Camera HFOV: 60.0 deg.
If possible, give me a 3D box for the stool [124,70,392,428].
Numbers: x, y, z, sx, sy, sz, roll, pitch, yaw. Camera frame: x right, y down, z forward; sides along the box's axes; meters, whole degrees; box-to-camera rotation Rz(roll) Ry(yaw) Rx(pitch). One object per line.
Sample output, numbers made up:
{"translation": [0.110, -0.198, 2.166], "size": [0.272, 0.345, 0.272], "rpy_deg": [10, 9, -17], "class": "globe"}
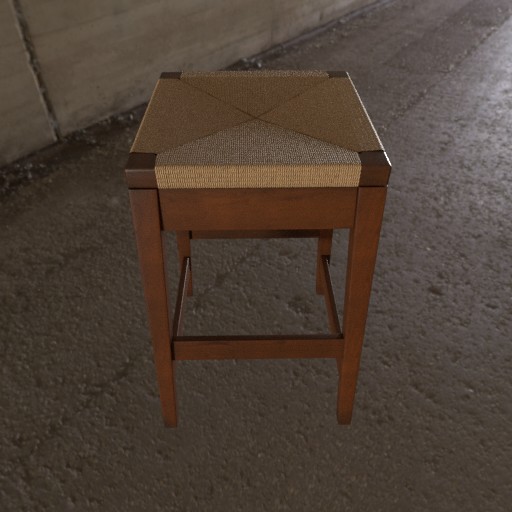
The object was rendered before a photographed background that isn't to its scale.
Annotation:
{"translation": [0.000, 0.000, 1.111], "size": [0.497, 0.762, 0.507], "rpy_deg": [-1, 42, -1], "class": "stool"}
